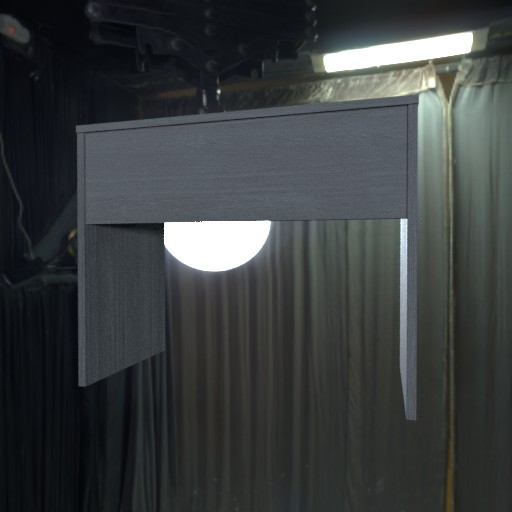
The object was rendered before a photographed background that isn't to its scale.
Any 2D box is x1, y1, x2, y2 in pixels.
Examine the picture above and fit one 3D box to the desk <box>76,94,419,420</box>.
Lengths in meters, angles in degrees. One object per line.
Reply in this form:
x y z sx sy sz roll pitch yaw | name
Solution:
0.000 0.000 1.346 0.893 0.724 0.498 0 1 16 | desk
